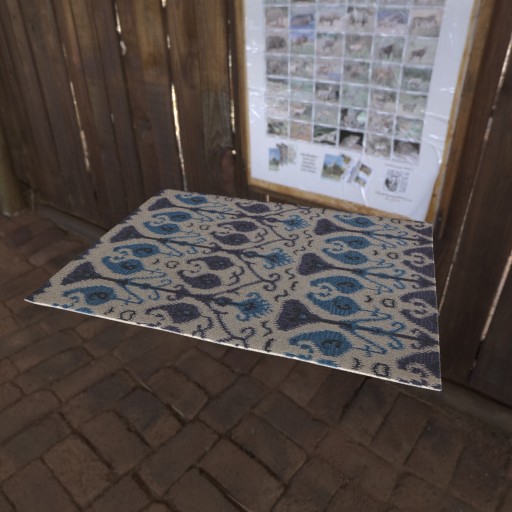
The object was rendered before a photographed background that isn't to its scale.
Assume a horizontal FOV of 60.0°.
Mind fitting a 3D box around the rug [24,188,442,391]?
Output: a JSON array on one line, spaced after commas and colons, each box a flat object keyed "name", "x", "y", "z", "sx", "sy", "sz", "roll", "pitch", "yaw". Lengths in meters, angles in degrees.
[{"name": "rug", "x": 0.000, "y": 0.000, "z": 4.205, "sx": 3.228, "sy": 0.024, "sz": 2.443, "roll": 9, "pitch": 33, "yaw": 15}]
